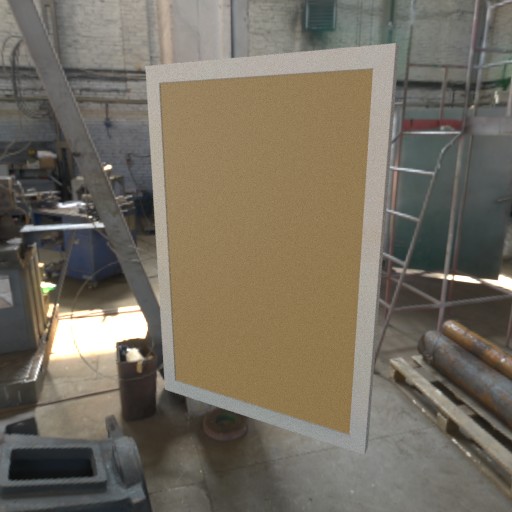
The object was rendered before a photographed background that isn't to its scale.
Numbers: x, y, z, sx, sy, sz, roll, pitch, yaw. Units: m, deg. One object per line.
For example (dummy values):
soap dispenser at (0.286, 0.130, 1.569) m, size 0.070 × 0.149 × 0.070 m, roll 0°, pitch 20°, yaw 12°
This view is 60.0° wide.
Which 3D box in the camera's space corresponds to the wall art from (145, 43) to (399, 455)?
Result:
wall art at (0.000, 0.000, 1.380) m, size 0.764 × 1.143 × 0.038 m, roll 8°, pitch 17°, yaw 27°
